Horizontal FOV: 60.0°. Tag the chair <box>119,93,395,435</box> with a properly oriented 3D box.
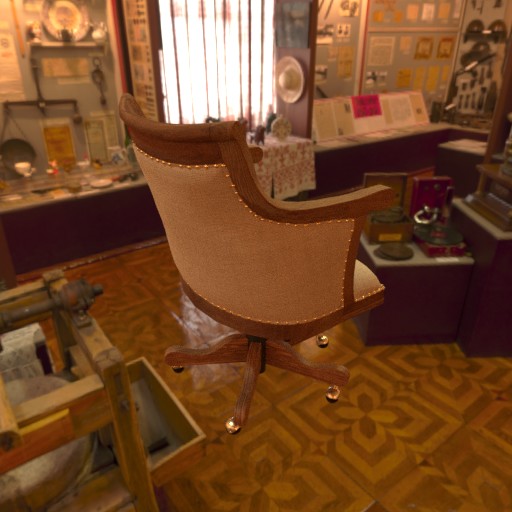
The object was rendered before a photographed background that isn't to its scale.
[{"bbox_3d":[0.000,0.000,1.420,0.689,0.965,0.656,-17,31,-31],"label":"chair"}]
